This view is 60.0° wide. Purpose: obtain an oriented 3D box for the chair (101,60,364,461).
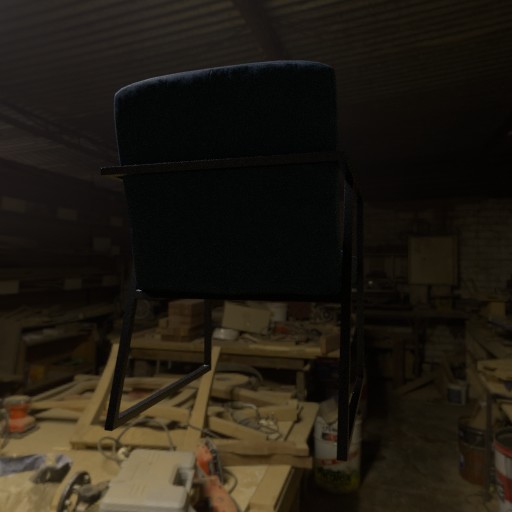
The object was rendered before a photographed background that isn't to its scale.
[{"bbox_3d":[0.000,0.000,1.272,0.571,0.833,0.677,0,-1,17],"label":"chair"}]
